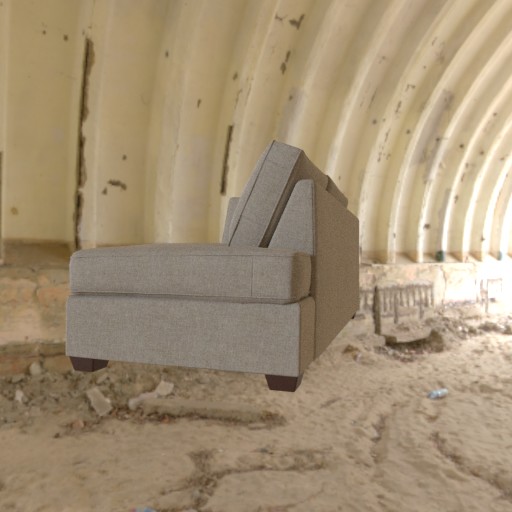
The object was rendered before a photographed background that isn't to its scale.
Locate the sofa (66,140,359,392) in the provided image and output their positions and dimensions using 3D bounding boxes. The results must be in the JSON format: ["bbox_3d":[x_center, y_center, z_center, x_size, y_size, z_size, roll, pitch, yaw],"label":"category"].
[{"bbox_3d":[0.000,0.000,2.810,1.110,1.019,2.238,0,0,18],"label":"sofa"}]
